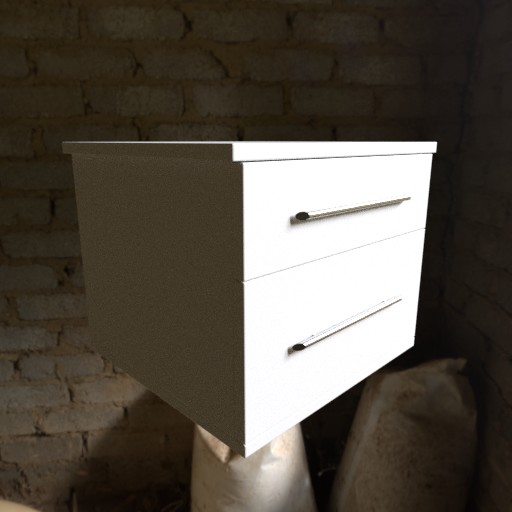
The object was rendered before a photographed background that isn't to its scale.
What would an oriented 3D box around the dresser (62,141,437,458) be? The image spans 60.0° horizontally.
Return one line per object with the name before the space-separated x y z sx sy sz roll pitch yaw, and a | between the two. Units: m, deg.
dresser | 0.000 0.000 0.723 0.430 0.360 0.400 -14 20 -43
